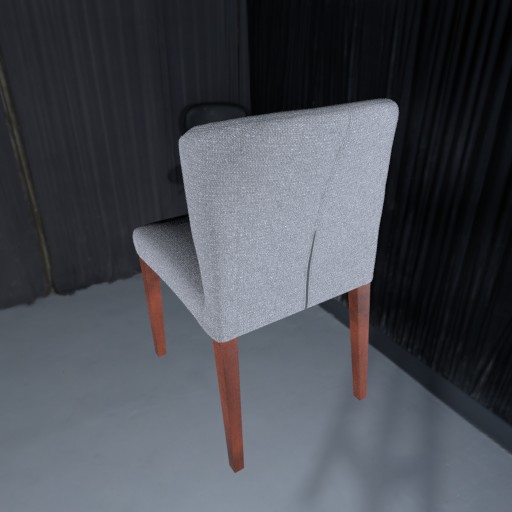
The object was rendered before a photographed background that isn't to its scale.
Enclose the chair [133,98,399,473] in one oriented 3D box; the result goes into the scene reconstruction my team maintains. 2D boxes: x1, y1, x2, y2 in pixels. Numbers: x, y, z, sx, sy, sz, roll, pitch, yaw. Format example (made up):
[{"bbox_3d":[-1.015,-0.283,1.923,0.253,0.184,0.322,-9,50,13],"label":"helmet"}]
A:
[{"bbox_3d":[0.000,0.000,1.149,0.491,0.839,0.589,-18,34,-29],"label":"chair"}]
